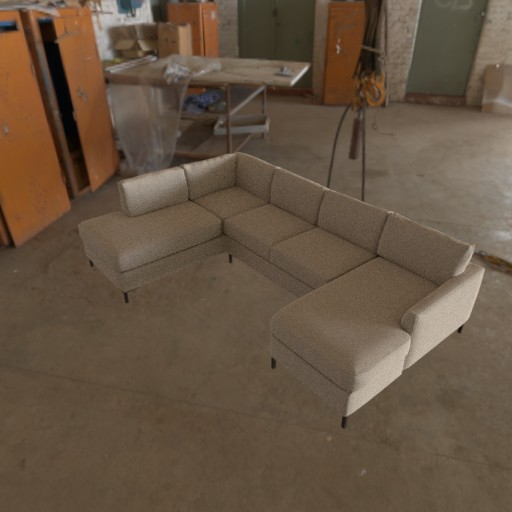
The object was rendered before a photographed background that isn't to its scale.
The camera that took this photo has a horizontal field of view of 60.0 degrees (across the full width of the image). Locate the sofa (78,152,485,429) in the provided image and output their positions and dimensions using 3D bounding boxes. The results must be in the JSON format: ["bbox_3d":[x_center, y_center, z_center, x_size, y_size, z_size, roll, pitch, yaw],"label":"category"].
[{"bbox_3d":[0.000,0.000,3.783,1.989,0.862,2.984,-23,38,-33],"label":"sofa"}]
